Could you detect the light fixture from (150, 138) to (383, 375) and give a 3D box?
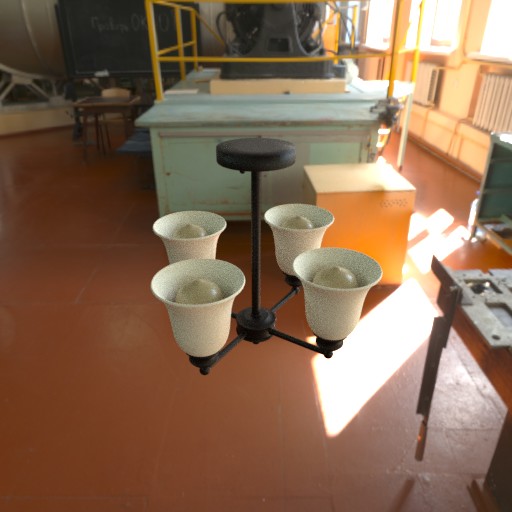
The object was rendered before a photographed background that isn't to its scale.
[{"bbox_3d":[0.000,0.000,1.878,1.069,0.925,1.069,17,32,30],"label":"light fixture"}]
